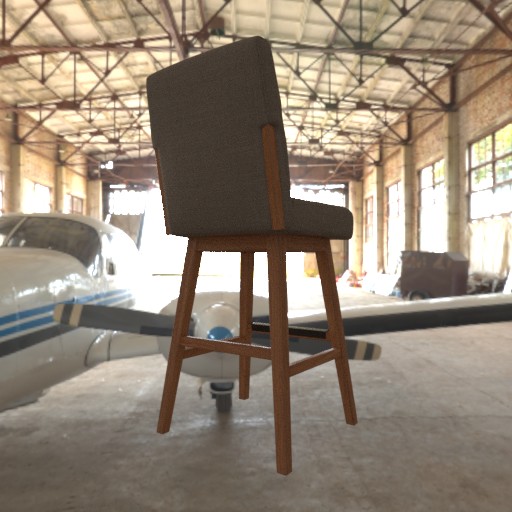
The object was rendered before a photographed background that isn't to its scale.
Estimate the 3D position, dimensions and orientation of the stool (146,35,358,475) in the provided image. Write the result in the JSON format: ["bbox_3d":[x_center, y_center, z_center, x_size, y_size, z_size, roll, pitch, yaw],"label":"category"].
[{"bbox_3d":[0.000,0.000,1.422,0.483,1.112,0.570,0,-1,36],"label":"stool"}]
